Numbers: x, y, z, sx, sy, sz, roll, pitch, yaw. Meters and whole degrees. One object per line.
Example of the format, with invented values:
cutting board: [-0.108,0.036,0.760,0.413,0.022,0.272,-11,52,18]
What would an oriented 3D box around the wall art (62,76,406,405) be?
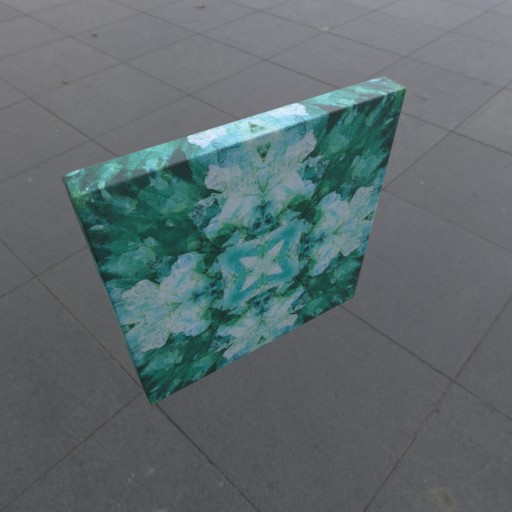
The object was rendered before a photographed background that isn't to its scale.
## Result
wall art: [0.000,0.000,0.480,0.313,0.313,0.033,-24,51,-21]
